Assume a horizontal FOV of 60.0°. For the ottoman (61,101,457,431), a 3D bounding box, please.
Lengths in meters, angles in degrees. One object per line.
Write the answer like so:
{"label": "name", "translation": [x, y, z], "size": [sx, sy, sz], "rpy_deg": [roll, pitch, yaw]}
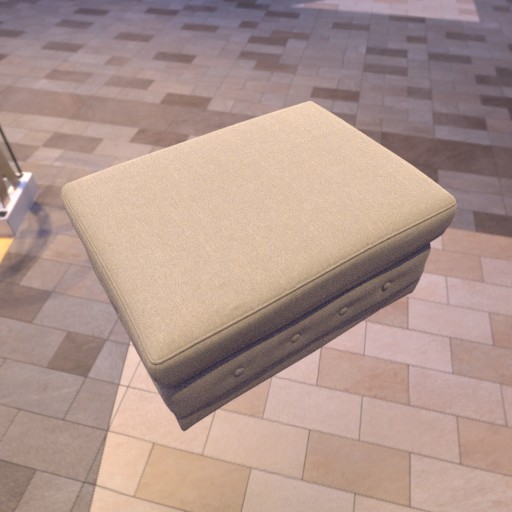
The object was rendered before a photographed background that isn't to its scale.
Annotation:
{"label": "ottoman", "translation": [0.000, 0.000, 1.167], "size": [0.771, 0.500, 0.569], "rpy_deg": [-25, 52, -22]}
